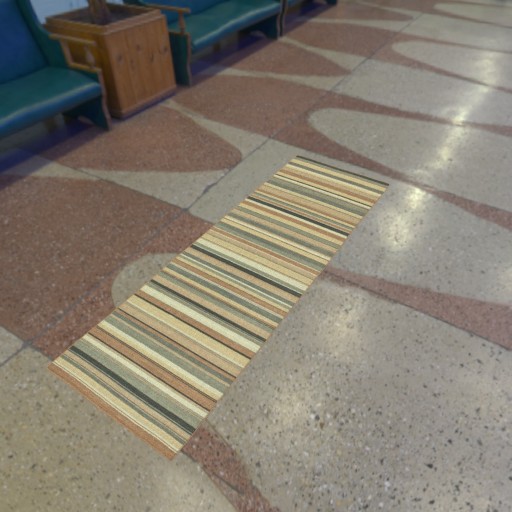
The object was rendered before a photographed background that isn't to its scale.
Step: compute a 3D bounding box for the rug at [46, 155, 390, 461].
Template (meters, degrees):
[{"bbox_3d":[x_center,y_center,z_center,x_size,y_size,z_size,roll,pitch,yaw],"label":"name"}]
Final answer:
[{"bbox_3d":[0.000,0.000,2.704,0.799,0.010,2.444,24,47,24],"label":"rug"}]
